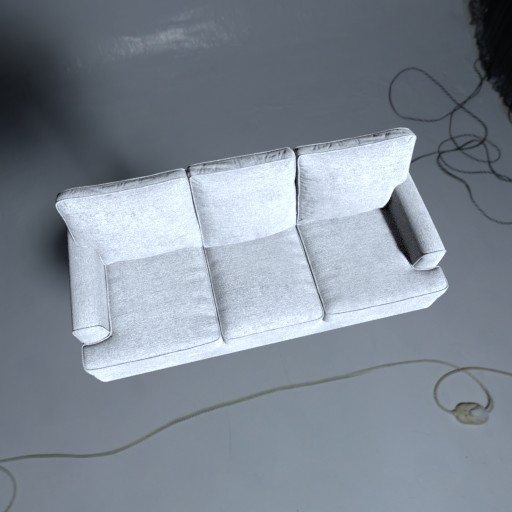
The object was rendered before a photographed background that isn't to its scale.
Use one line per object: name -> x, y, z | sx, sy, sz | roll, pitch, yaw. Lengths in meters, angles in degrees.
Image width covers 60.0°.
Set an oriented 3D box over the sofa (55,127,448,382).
sofa -> 0.000, 0.000, 2.680 | 2.158, 0.965, 0.951 | -12, 64, -6
